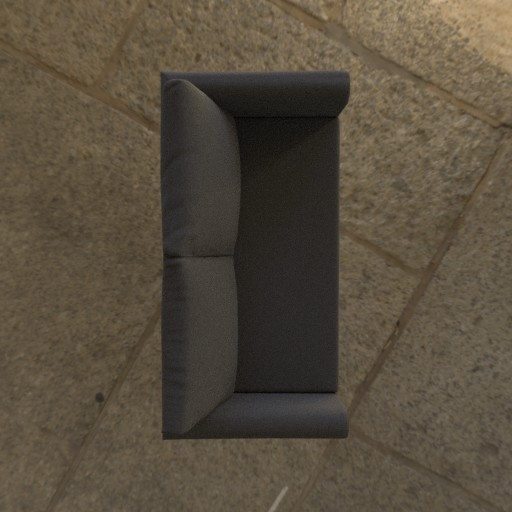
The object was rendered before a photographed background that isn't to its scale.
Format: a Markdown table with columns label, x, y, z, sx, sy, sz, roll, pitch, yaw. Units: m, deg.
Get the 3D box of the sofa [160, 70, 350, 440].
| label | x | y | z | sx | sy | sz | roll | pitch | yaw |
| --- | --- | --- | --- | --- | --- | --- | --- | --- | --- |
| sofa | 0.000 | 0.000 | 1.918 | 0.741 | 0.872 | 1.460 | 0 | 91 | 1 |
